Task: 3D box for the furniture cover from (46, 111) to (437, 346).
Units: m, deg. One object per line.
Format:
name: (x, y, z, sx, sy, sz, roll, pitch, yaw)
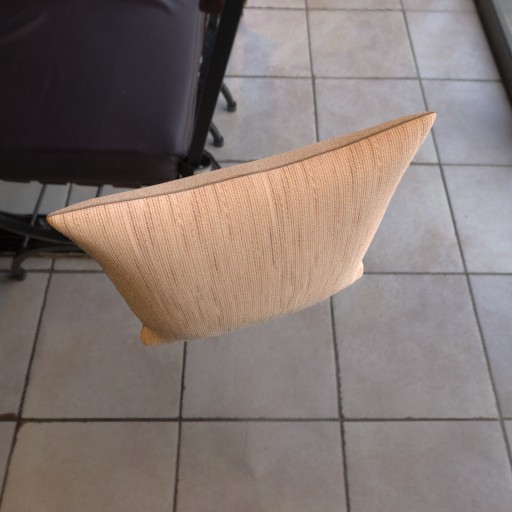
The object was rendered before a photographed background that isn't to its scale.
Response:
furniture cover: (0.000, 0.000, 0.763, 0.512, 0.506, 0.178, -17, 64, -8)
